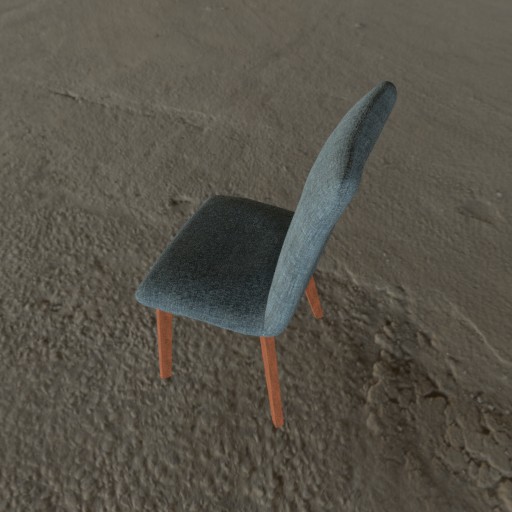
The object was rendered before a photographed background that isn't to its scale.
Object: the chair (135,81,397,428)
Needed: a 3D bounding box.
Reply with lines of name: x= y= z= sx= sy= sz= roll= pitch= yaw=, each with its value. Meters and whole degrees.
chair: x=0.000 y=0.000 z=1.317 sx=0.563 sy=0.974 sz=0.522 roll=16 pitch=47 yaw=15
